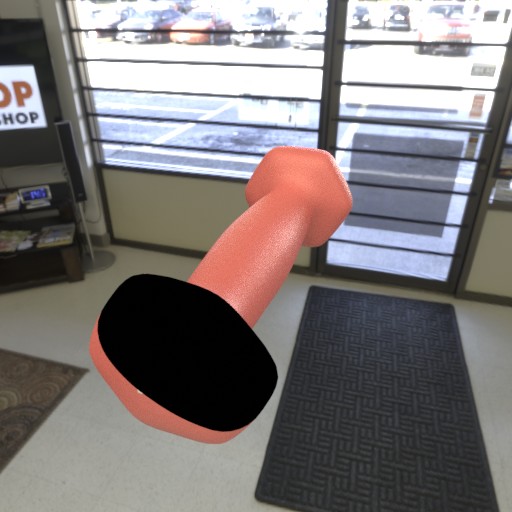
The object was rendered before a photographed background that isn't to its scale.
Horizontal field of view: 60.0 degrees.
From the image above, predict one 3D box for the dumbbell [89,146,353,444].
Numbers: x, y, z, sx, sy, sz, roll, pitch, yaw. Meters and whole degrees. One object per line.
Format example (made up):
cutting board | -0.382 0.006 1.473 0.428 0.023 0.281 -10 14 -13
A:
dumbbell | 0.000 0.000 0.147 0.047 0.043 0.123 10 32 17
